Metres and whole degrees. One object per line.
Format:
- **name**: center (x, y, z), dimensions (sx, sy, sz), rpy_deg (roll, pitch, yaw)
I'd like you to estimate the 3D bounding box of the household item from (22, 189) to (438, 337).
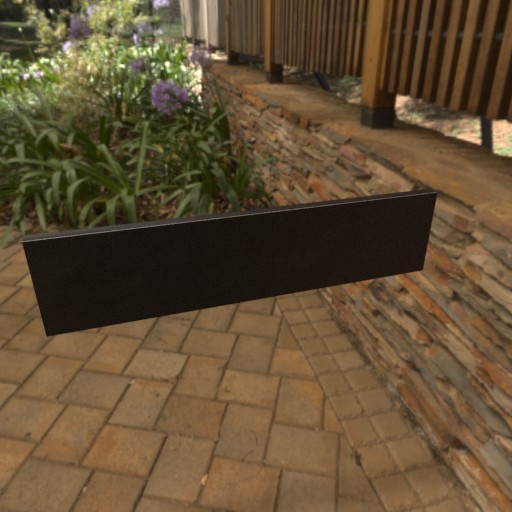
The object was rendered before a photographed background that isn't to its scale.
- **household item**: center (0.000, 0.000, 1.097), dimensions (1.001, 0.236, 0.030), rpy_deg (-8, 28, -16)
